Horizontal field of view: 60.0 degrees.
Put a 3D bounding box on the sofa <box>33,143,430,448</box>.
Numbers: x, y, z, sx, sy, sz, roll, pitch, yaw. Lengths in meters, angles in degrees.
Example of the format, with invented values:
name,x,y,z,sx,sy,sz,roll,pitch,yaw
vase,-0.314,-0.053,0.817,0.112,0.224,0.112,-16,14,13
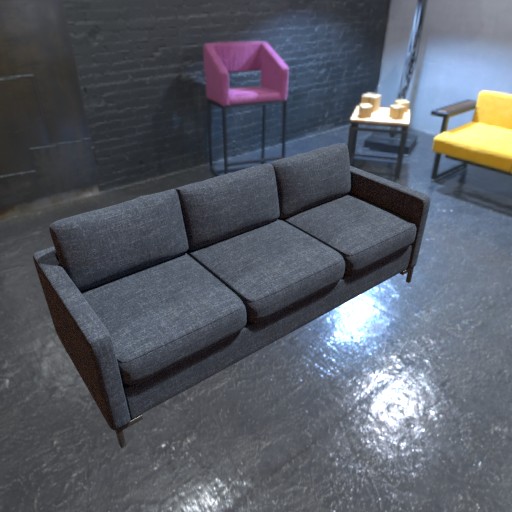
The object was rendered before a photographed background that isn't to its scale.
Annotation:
name,x,y,z,sx,sy,sz,roll,pitch,yaw
sofa,0.000,0.000,2.641,2.218,0.874,0.859,-22,38,-31
